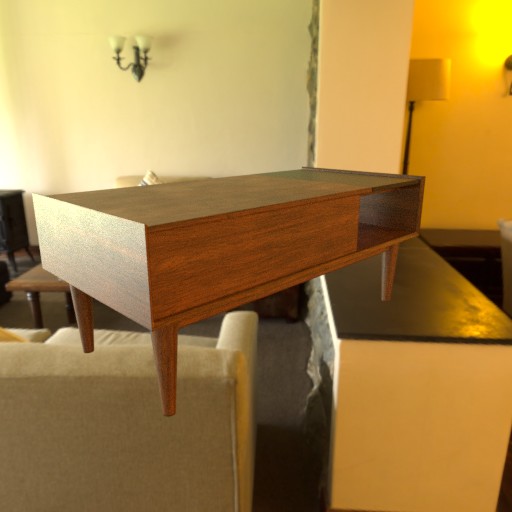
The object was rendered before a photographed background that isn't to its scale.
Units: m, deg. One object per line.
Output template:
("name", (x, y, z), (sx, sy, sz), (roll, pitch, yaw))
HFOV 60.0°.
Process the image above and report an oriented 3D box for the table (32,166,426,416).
("table", (0.000, 0.000, 1.558), (1.221, 0.508, 0.610), (-16, 22, -43))
